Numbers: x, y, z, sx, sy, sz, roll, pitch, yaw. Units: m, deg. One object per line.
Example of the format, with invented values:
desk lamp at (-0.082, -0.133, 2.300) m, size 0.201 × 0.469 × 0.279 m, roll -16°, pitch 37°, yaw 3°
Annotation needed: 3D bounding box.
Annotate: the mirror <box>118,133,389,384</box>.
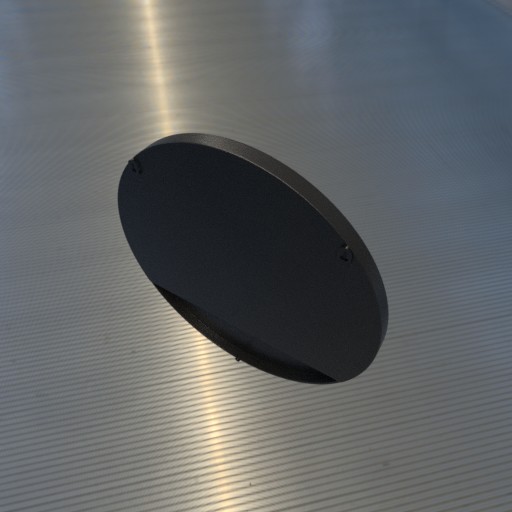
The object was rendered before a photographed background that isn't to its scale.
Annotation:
mirror at (0.000, 0.000, 0.705) m, size 0.457 × 0.457 × 0.133 m, roll 24°, pitch 51°, yaw 21°
